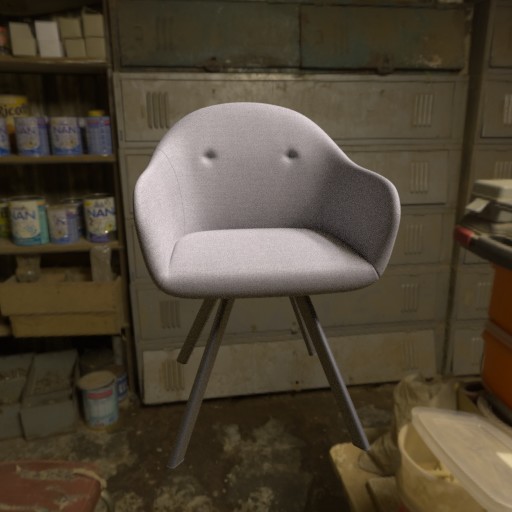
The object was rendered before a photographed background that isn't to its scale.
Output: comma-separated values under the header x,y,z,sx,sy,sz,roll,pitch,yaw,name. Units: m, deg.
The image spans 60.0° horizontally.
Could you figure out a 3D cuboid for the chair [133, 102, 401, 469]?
x,y,z,sx,sy,sz,roll,pitch,yaw,name
0.000,0.000,1.149,0.540,0.780,0.570,-2,16,-7,chair
